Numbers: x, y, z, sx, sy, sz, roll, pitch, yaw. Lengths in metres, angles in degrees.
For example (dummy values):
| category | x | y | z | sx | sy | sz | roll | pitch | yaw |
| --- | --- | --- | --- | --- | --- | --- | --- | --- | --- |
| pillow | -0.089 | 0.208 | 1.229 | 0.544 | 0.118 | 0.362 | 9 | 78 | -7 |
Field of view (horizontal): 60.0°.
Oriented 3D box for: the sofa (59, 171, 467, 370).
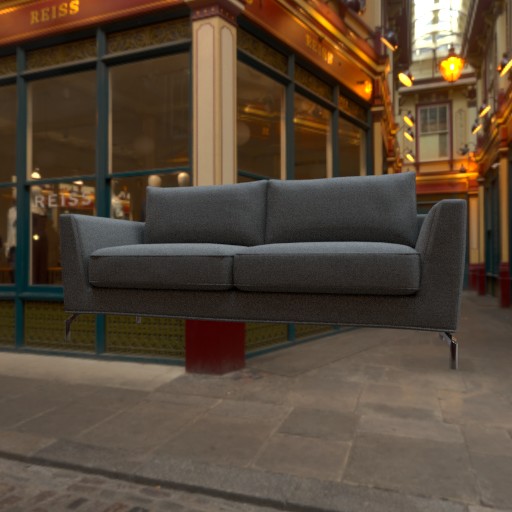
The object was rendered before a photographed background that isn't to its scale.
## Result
| category | x | y | z | sx | sy | sz | roll | pitch | yaw |
| --- | --- | --- | --- | --- | --- | --- | --- | --- | --- |
| sofa | 0.000 | 0.000 | 2.658 | 2.212 | 1.002 | 0.869 | 0 | 0 | 19 |
